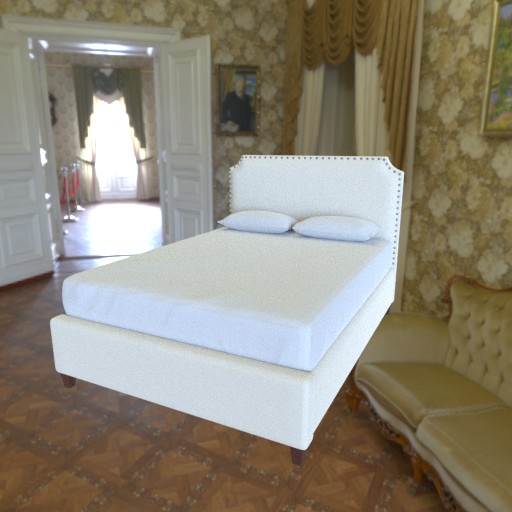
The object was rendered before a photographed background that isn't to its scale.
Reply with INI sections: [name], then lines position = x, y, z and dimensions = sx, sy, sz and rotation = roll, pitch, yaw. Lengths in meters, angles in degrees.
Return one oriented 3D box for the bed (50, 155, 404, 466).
[bed]
position = 0.000, 0.000, 3.311
dimensions = 1.703, 1.415, 2.329
rotation = 7, 16, 26
